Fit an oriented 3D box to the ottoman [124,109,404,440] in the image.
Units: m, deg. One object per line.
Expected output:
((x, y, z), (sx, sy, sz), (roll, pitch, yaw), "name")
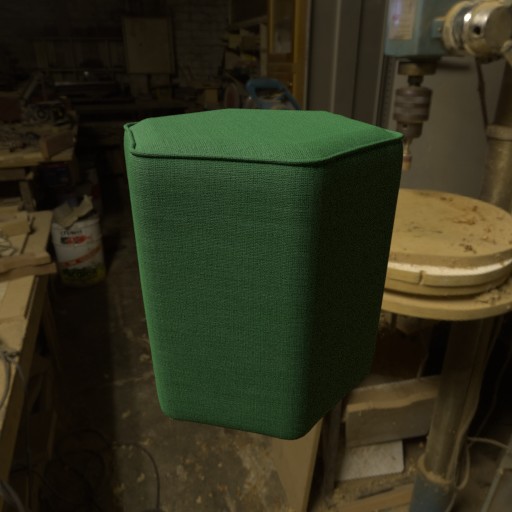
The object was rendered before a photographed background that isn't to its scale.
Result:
((0.000, 0.000, 0.868), (0.444, 0.507, 0.499), (-7, 26, -15), "ottoman")
